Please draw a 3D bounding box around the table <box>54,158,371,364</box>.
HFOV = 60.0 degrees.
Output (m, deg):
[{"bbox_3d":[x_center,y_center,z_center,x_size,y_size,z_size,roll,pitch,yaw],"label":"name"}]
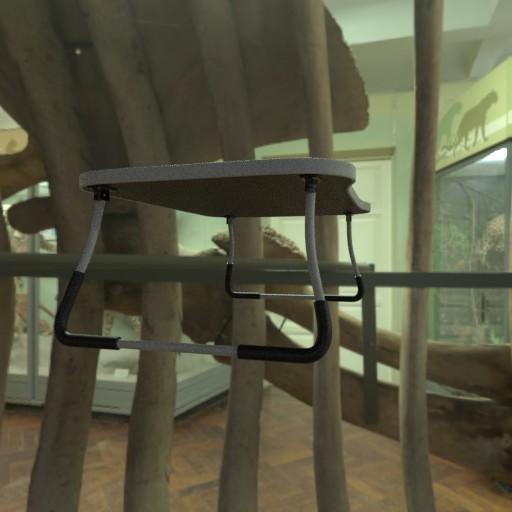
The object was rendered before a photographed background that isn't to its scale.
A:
[{"bbox_3d":[0.000,0.000,0.838,0.400,0.232,0.660,0,0,17],"label":"table"}]
